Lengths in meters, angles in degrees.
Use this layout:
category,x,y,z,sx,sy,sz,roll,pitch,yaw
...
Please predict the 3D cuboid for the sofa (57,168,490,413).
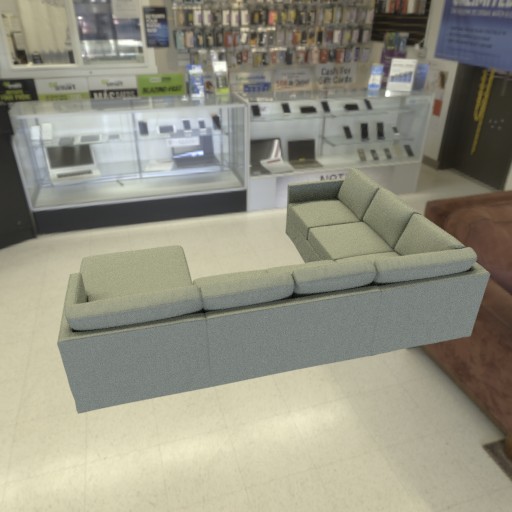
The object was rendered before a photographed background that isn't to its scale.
category,x,y,z,sx,sy,sz,roll,pitch,yaw
sofa,0.000,0.000,4.472,3.460,0.882,2.427,-8,31,-13
